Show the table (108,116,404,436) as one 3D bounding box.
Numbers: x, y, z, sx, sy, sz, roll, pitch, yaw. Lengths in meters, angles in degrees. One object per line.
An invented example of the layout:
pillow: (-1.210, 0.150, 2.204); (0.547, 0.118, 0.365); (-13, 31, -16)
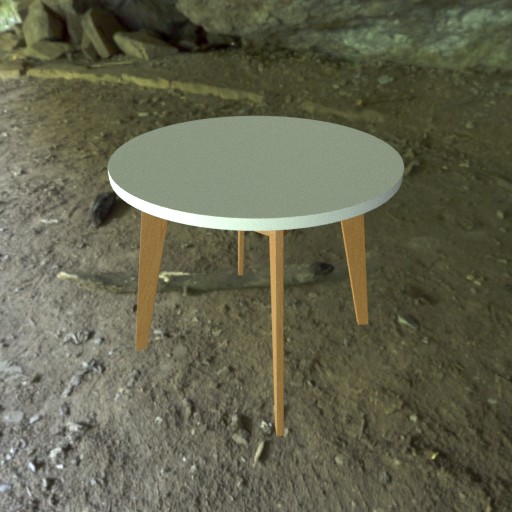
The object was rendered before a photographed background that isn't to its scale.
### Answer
table: (0.000, 0.000, 1.593); (0.896, 0.762, 0.896); (0, 32, 0)
